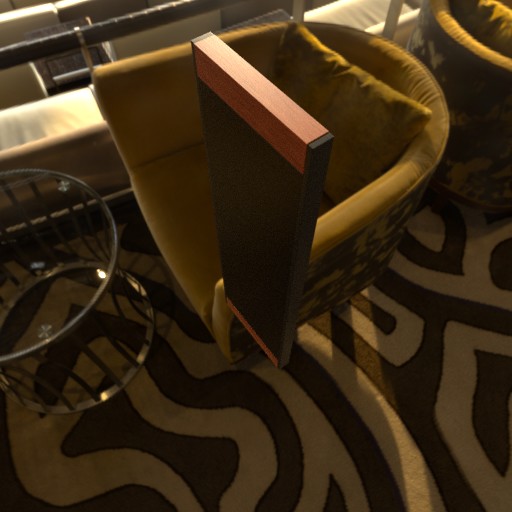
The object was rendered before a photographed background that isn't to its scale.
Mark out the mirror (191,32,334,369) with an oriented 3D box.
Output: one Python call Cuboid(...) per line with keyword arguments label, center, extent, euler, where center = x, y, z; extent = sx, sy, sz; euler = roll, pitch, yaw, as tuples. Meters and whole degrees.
Cuboid(label="mirror", center=(0.000, 0.000, 1.230), extent=(0.047, 1.123, 0.343), euler=(-33, 64, -18))
